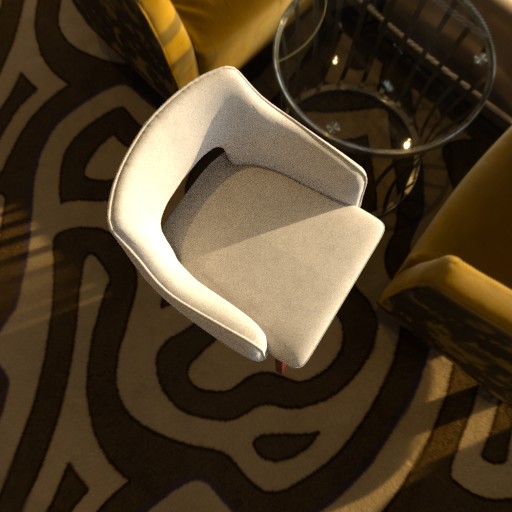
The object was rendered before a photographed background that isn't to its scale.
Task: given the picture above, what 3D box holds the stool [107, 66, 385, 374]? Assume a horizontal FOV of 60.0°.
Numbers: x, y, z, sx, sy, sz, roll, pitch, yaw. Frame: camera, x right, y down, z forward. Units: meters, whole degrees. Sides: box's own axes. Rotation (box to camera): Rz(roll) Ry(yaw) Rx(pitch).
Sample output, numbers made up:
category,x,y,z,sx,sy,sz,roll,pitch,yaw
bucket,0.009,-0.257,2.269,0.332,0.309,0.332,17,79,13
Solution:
category,x,y,z,sx,sy,sz,roll,pitch,yaw
stool,0.000,0.000,1.344,0.558,1.012,0.548,32,77,8
